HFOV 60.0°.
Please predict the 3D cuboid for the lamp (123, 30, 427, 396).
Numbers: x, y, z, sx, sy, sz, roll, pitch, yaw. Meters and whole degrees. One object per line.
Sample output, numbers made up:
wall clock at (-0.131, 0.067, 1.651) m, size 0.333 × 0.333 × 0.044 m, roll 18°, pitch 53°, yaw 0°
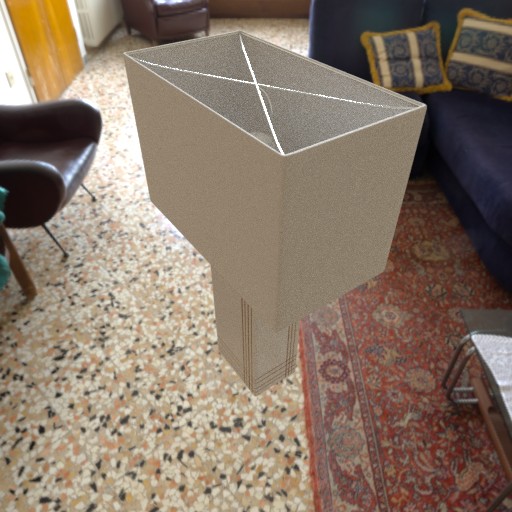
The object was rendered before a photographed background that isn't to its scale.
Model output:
lamp at (0.000, 0.000, 0.679) m, size 0.182 × 0.543 × 0.334 m, roll -25°, pitch 47°, yaw -26°
